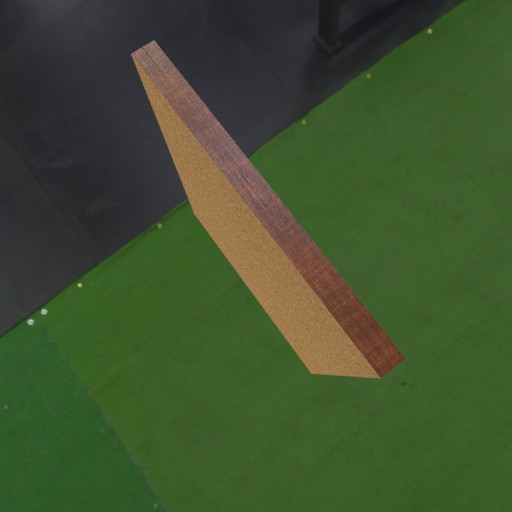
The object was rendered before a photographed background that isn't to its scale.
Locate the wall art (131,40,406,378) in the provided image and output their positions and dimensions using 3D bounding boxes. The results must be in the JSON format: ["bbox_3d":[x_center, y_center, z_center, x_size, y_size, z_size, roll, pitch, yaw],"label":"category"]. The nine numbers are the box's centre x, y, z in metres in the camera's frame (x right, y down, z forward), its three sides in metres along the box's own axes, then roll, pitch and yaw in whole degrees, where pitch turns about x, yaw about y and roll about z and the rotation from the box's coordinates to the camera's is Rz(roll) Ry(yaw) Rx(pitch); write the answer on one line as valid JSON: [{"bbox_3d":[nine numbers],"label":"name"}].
[{"bbox_3d":[0.000,0.000,0.765,0.033,0.567,0.467,-35,78,-8],"label":"wall art"}]
